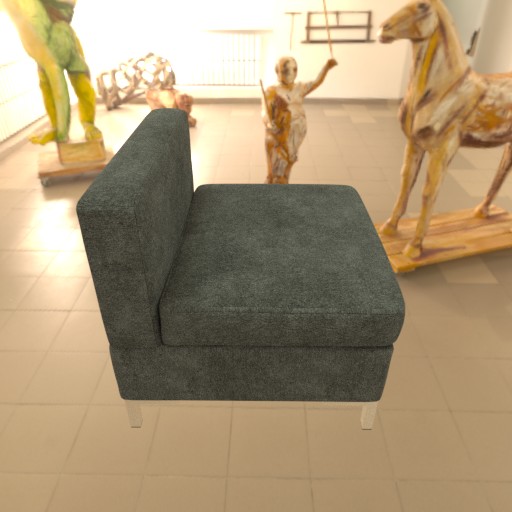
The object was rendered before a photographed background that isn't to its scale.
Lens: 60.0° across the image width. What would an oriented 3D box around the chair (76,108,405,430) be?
[{"bbox_3d":[0.000,0.000,1.243,0.680,0.660,0.680,0,33,1],"label":"chair"}]
